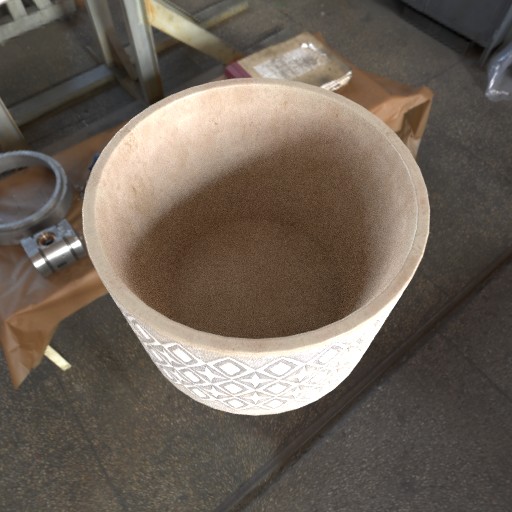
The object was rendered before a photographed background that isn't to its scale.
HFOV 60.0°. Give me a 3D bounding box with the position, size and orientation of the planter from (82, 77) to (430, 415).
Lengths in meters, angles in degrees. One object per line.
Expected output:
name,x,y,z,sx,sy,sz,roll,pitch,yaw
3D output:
planter,0.000,0.000,0.267,0.164,0.127,0.164,0,59,0
